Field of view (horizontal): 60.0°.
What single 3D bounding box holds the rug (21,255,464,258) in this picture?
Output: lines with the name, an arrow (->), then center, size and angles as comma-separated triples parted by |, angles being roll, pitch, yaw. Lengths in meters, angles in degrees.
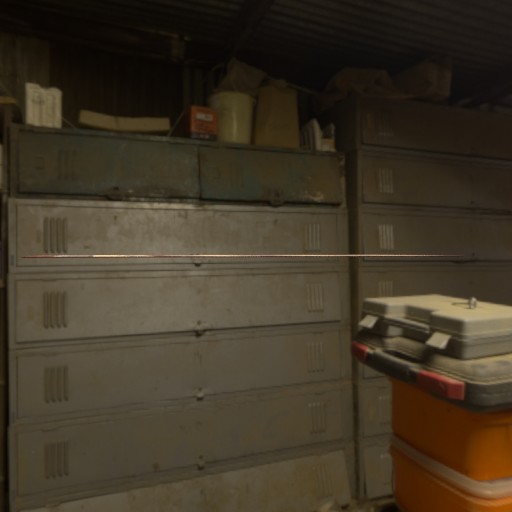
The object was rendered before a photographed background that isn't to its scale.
rug -> 0.000, 0.000, 2.697 | 2.437, 0.006, 0.792 | 0, 0, -20
